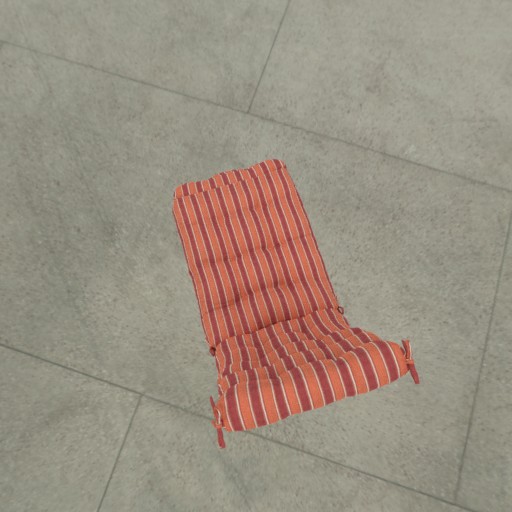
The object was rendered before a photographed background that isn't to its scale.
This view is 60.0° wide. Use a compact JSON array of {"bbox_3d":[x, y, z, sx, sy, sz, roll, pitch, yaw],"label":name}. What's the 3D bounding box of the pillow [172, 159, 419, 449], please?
[{"bbox_3d":[0.000,0.000,1.533,0.526,0.863,1.016,-17,76,-4],"label":"pillow"}]
